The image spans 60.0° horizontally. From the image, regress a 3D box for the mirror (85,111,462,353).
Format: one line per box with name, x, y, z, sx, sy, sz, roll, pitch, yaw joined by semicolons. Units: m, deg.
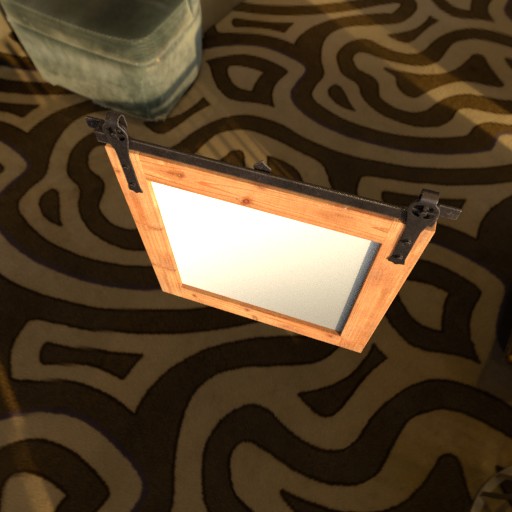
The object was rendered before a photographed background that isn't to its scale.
mirror;0.000;0.000;1.185;0.805;0.800;0.054;16;60;9
